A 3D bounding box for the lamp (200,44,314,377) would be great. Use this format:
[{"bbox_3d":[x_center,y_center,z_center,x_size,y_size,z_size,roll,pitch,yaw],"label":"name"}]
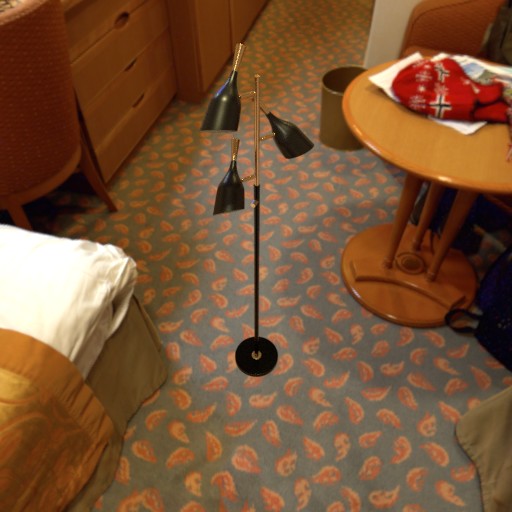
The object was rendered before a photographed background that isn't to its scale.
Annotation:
[{"bbox_3d":[0.000,0.000,1.948,0.434,1.778,0.253,-25,53,-21],"label":"lamp"}]
